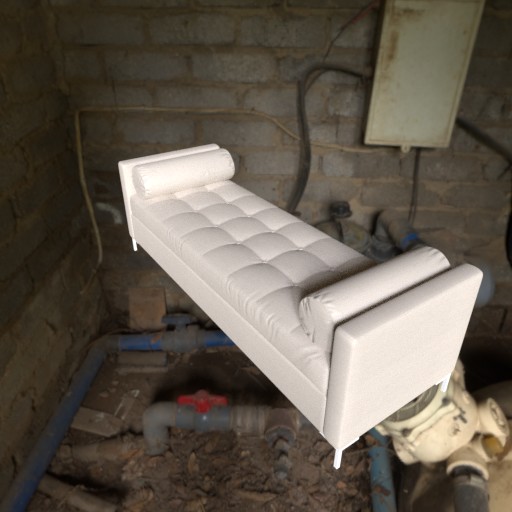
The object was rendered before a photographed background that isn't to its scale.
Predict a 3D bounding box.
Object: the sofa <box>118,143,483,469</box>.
[{"bbox_3d":[0.000,0.000,2.312,0.686,0.635,1.981,-19,36,-29],"label":"sofa"}]
